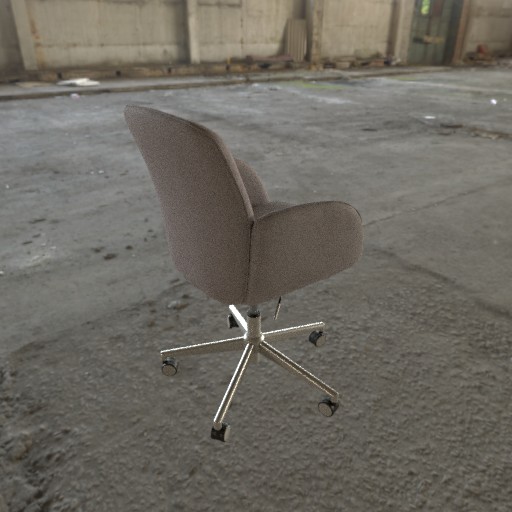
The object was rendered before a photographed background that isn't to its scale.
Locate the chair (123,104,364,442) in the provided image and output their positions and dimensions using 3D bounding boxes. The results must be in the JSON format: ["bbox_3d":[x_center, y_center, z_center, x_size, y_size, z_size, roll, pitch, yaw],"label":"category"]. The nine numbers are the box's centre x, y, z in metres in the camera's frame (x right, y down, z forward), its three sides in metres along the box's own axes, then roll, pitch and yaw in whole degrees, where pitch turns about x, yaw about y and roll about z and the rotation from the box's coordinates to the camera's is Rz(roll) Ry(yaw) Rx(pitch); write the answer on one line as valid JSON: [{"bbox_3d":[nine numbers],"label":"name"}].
[{"bbox_3d":[0.000,0.000,1.419,0.654,0.959,0.648,-17,31,-31],"label":"chair"}]
